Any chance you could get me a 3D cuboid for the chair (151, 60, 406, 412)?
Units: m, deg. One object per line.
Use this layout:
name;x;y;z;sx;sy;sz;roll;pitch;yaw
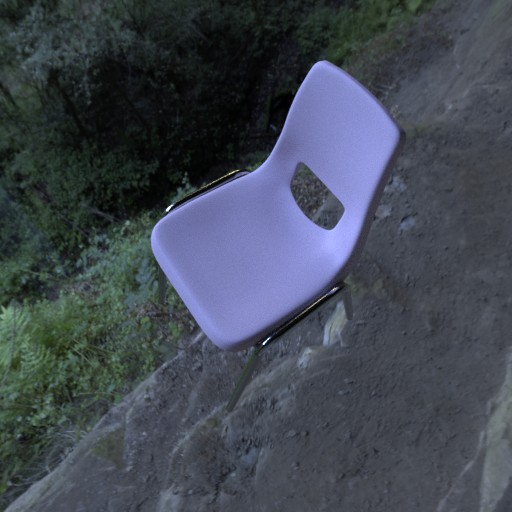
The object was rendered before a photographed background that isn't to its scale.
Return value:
chair;0.000;0.000;0.961;0.436;0.704;0.381;-32;67;-15
